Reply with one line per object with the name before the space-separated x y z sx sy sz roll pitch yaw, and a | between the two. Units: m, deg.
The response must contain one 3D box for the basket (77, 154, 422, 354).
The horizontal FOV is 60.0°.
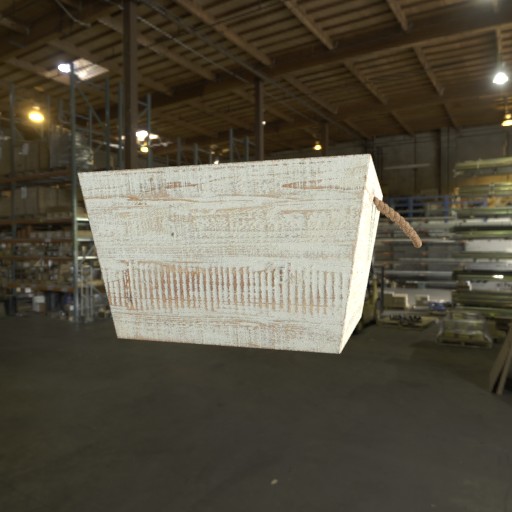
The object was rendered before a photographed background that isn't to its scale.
basket | 0.000 0.000 0.778 0.545 0.247 0.413 0 1 18
